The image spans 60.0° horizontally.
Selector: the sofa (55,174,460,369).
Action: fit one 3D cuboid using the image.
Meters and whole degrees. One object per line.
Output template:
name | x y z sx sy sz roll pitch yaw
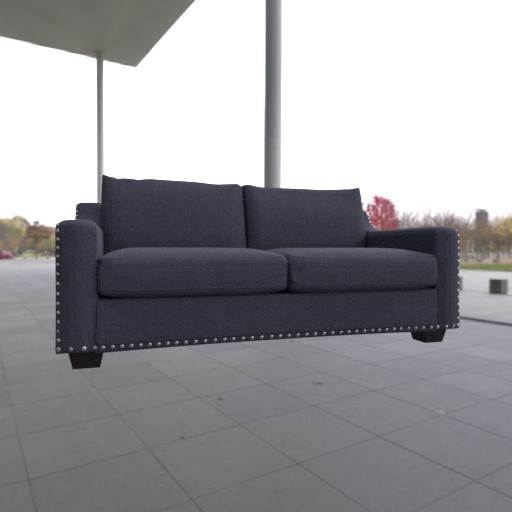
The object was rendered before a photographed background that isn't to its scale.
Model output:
sofa | 0.000 0.000 3.241 2.550 1.196 1.336 0 1 -17
